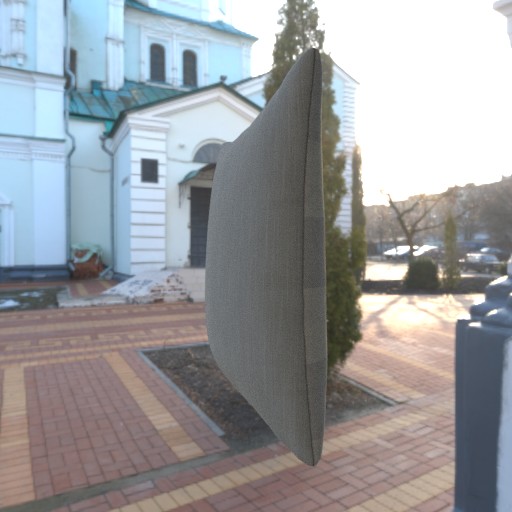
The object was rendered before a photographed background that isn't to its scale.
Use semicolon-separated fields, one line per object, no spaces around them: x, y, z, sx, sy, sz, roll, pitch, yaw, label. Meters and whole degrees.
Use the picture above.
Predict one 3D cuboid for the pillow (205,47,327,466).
0.000;0.000;0.777;0.161;0.509;0.511;0;1;-16;pillow
